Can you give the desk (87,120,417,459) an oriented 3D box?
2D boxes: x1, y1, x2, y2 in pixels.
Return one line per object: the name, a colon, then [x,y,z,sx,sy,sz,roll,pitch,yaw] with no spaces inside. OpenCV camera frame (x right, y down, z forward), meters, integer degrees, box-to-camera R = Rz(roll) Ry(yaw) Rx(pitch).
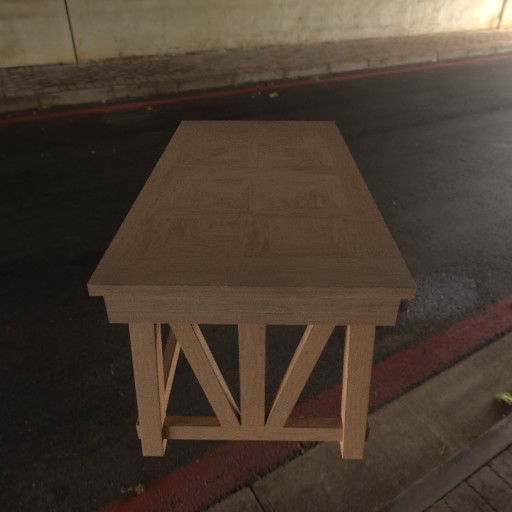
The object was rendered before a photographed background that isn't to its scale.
desk: [0.000,0.000,1.927,0.813,0.762,1.499,0,32,1]
